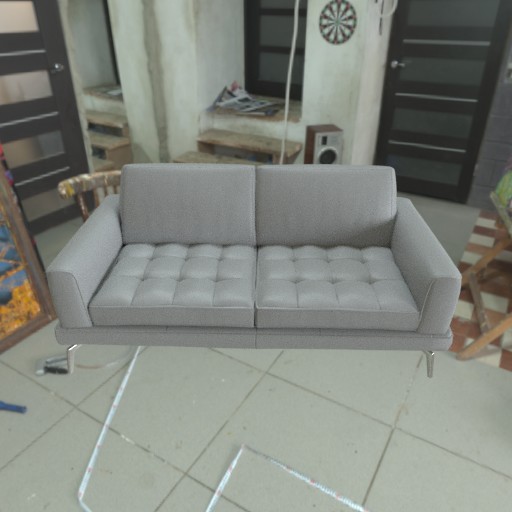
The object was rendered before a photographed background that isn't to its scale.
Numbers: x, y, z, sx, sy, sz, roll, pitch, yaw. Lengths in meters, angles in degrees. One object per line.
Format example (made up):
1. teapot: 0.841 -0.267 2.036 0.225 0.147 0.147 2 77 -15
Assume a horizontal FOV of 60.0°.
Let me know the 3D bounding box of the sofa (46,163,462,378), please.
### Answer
1. sofa: 0.000 0.000 2.731 2.177 0.930 1.121 1 30 1
